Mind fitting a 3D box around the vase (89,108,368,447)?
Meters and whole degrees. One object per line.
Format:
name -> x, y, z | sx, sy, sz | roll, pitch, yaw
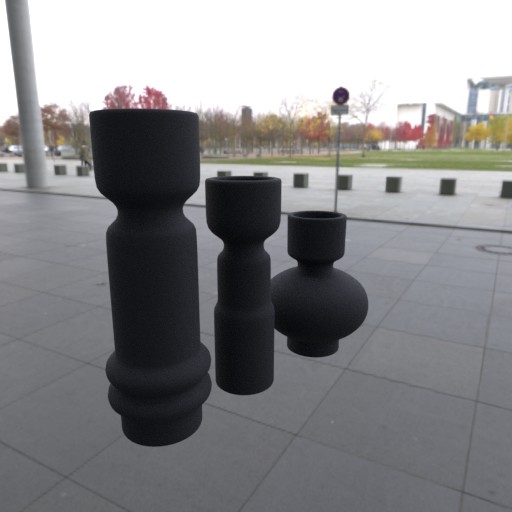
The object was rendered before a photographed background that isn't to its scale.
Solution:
vase -> 0.000, 0.000, 0.420 | 0.120, 0.249, 0.307 | 13, 19, 43
